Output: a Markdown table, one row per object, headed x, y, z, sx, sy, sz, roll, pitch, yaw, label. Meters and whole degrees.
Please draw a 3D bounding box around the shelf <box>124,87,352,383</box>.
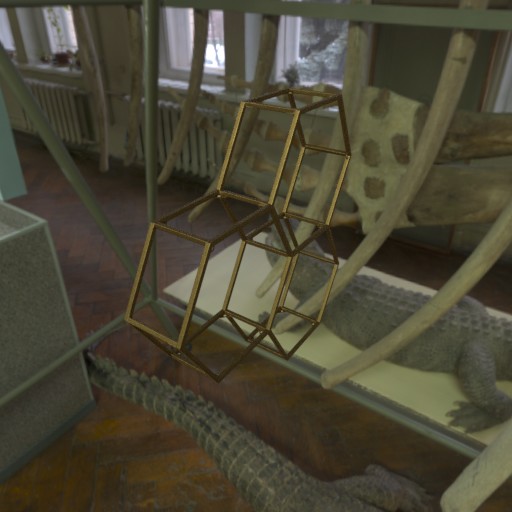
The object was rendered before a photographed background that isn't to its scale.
| x | y | z | sx | sy | sz | roll | pitch | yaw | label |
| --- | --- | --- | --- | --- | --- | --- | --- | --- | --- |
| 0.000 | 0.000 | 1.094 | 0.150 | 0.701 | 0.708 | 19 | 36 | 29 | shelf |
